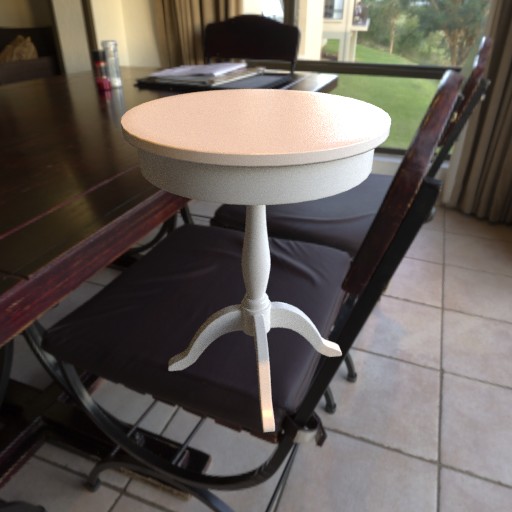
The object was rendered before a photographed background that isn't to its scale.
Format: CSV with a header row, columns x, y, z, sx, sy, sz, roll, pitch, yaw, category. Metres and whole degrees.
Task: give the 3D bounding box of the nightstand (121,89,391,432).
x,y,z,sx,sy,sz,roll,pitch,yaw,category
0.000,0.000,1.034,0.513,0.653,0.513,1,31,2,nightstand
